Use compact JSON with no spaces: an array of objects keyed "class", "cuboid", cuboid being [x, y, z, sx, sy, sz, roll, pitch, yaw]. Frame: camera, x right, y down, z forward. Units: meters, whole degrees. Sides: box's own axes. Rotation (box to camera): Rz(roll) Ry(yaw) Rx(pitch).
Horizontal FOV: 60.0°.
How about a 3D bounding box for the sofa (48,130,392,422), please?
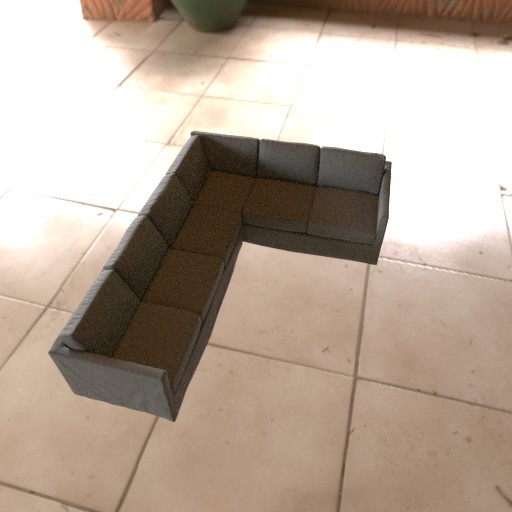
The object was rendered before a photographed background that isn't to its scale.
[{"class":"sofa","cuboid":[0.000,0.000,4.340,2.432,0.871,3.182,10,47,10]}]
